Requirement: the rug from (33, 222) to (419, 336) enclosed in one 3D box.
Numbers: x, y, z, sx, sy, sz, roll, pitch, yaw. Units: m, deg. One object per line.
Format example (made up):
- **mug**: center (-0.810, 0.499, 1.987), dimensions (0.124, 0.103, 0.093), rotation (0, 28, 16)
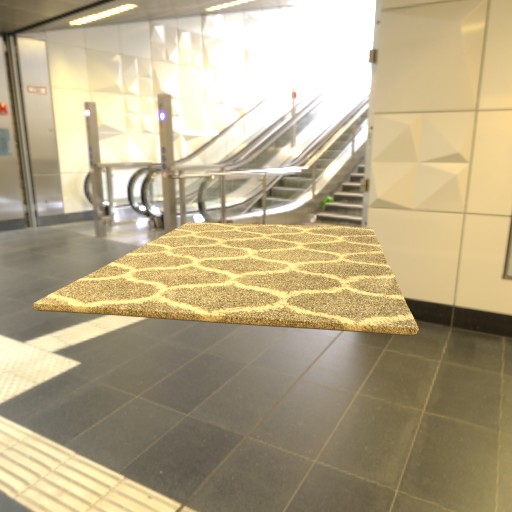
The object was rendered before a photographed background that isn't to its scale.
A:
- **rug**: center (0.000, 0.000, 2.094), dimensions (1.200, 0.025, 1.600), rotation (2, 14, 9)
